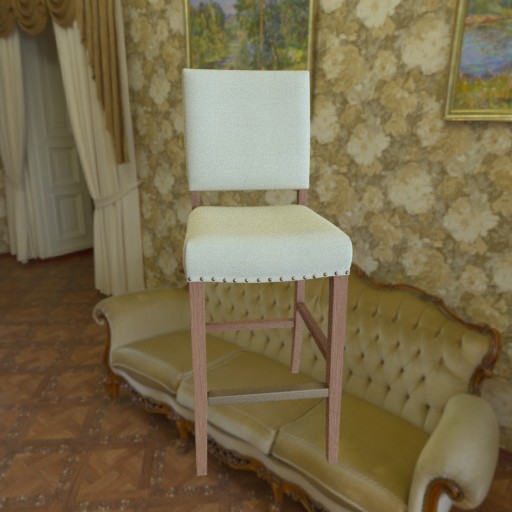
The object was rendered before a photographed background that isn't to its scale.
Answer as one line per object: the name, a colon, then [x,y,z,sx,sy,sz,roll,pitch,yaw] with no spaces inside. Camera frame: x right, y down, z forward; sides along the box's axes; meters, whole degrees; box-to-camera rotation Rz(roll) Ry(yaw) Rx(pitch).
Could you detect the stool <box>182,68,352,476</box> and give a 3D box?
stool: [0.000,0.000,1.427,0.445,1.168,0.584,-2,17,-7]
